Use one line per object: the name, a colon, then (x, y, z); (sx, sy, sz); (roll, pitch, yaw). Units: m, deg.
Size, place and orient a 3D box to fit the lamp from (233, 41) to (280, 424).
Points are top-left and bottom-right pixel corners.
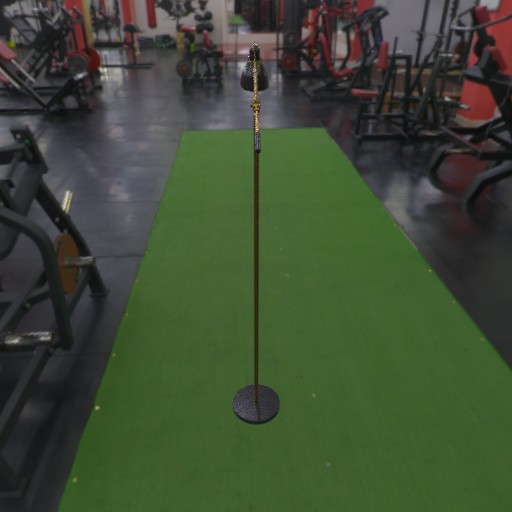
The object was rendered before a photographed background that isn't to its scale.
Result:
lamp: (0.000, 0.000, 1.890); (0.235, 1.628, 0.618); (-1, 30, -1)
